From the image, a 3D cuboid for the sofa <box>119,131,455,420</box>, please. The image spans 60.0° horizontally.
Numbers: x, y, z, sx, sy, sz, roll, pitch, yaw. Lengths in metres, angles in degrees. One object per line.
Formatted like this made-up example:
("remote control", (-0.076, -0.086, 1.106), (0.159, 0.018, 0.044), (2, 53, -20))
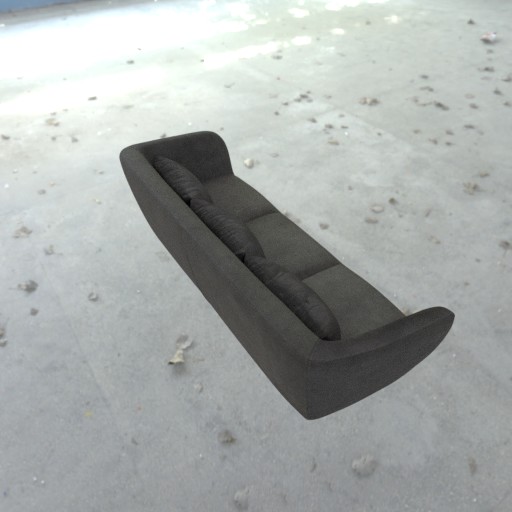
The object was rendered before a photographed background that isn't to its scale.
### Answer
("sofa", (0.000, 0.000, 2.783), (0.956, 0.875, 2.296), (-23, 46, -25))
